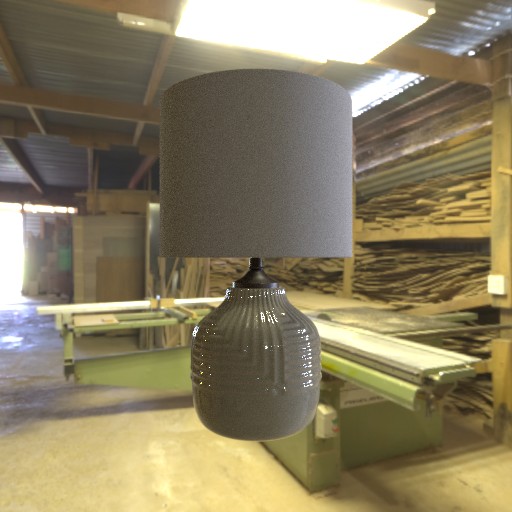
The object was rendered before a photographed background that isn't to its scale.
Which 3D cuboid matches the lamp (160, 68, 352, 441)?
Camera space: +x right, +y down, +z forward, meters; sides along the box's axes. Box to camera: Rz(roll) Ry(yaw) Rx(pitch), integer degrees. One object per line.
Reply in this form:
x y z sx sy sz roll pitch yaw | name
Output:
0.000 0.000 0.747 0.318 0.567 0.318 0 0 0 | lamp
